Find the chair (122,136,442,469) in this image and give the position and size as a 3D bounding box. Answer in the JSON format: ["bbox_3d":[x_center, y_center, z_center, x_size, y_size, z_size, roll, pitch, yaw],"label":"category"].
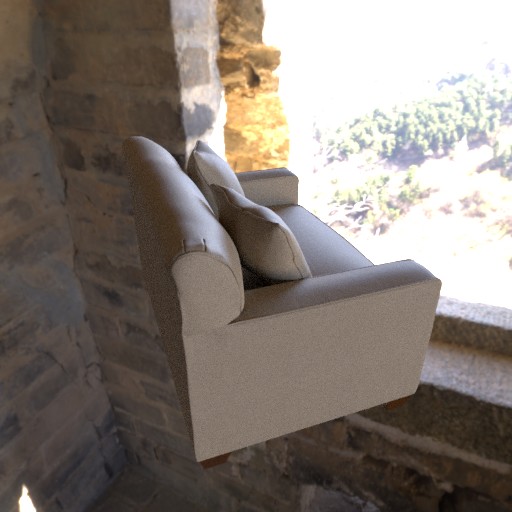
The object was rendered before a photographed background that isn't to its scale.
[{"bbox_3d":[0.000,0.000,2.077,1.000,0.948,1.383,-10,31,-18],"label":"chair"}]
